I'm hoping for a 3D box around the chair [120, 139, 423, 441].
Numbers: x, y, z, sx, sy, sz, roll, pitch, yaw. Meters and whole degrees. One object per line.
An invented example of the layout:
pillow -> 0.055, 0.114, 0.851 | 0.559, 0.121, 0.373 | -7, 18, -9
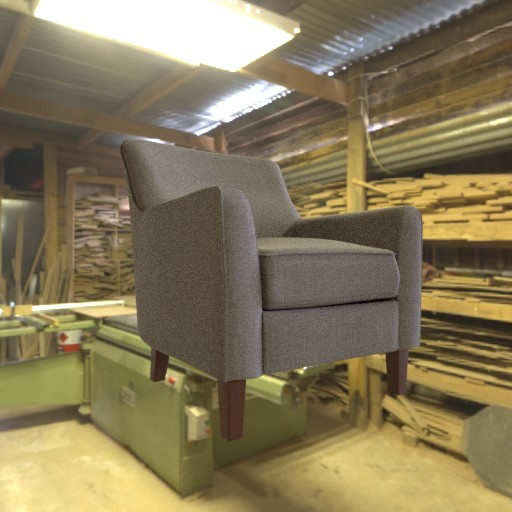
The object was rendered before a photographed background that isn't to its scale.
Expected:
chair -> 0.000, 0.000, 1.820 | 0.887, 1.047, 0.993 | 0, 0, -35
